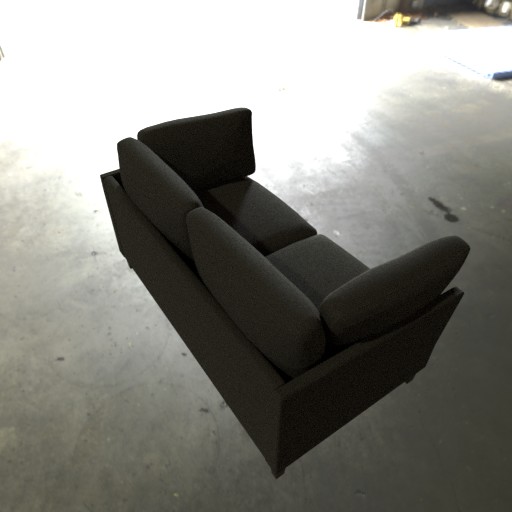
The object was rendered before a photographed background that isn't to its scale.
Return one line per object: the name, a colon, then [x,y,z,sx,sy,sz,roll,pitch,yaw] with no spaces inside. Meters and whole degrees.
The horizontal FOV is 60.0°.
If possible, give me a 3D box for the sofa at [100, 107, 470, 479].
sofa: [0.000,0.000,2.311,0.969,0.920,1.751,-24,47,-25]
